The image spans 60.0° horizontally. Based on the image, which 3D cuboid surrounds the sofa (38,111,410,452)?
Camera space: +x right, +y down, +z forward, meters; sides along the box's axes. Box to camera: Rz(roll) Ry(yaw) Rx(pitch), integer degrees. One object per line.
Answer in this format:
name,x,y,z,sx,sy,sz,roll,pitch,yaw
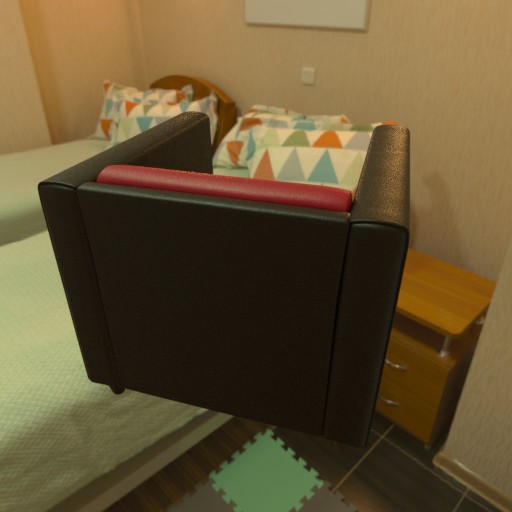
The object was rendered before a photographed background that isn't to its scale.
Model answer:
sofa,0.000,0.000,1.416,0.839,0.724,0.809,9,31,15
